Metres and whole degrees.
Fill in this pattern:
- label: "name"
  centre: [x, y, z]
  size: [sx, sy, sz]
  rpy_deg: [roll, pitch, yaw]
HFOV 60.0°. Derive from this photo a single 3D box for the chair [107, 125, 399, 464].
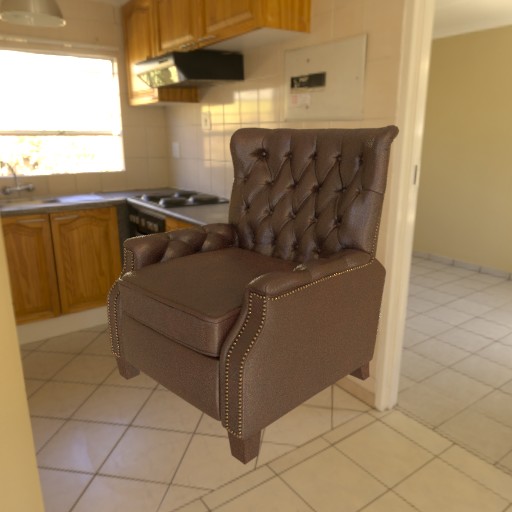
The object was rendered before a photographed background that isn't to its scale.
- label: "chair"
  centre: [0.000, 0.000, 1.526]
  size: [0.709, 0.864, 0.823]
  rpy_deg: [15, 21, 42]
